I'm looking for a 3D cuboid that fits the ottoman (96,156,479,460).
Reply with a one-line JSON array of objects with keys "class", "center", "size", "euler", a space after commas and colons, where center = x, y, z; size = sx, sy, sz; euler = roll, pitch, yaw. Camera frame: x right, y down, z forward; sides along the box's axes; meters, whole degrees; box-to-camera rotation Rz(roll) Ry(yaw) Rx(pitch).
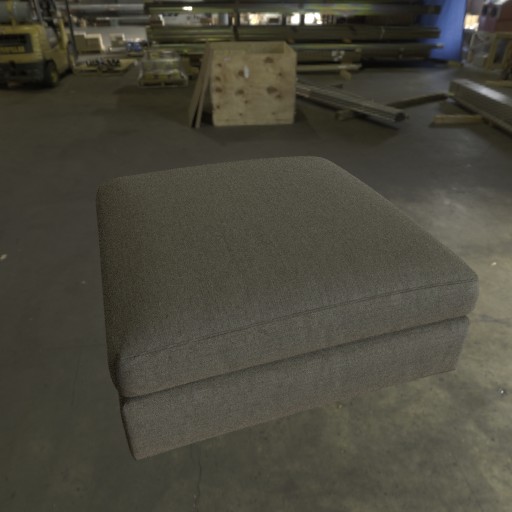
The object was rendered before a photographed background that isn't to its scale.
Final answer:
[{"class": "ottoman", "center": [0.000, 0.000, 1.575], "size": [1.041, 0.470, 1.041], "euler": [-10, 34, -16]}]
